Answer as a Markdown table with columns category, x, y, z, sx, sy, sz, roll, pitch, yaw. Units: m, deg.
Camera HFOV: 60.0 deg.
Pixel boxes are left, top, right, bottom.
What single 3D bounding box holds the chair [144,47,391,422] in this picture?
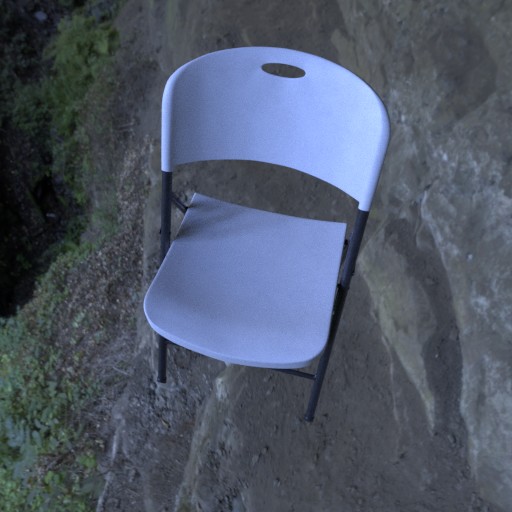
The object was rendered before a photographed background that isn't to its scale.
| category | x | y | z | sx | sy | sz | roll | pitch | yaw |
| --- | --- | --- | --- | --- | --- | --- | --- | --- | --- |
| chair | 0.000 | 0.000 | 1.137 | 0.494 | 0.810 | 0.566 | 12 | 60 | 7 |
